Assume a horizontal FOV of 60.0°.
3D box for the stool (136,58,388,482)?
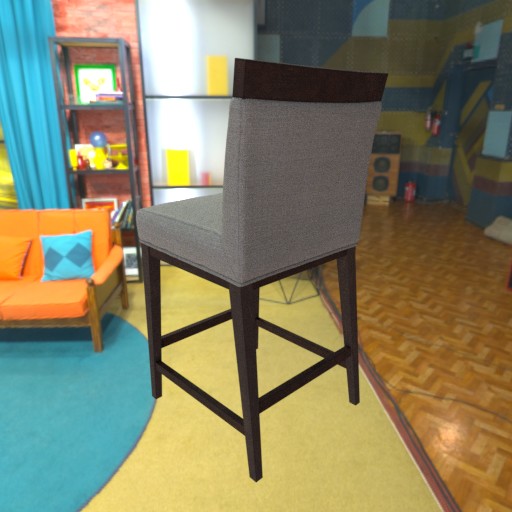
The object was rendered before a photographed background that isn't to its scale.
[{"bbox_3d":[0.000,0.000,1.307,0.512,1.009,0.531,-17,25,-41],"label":"stool"}]
